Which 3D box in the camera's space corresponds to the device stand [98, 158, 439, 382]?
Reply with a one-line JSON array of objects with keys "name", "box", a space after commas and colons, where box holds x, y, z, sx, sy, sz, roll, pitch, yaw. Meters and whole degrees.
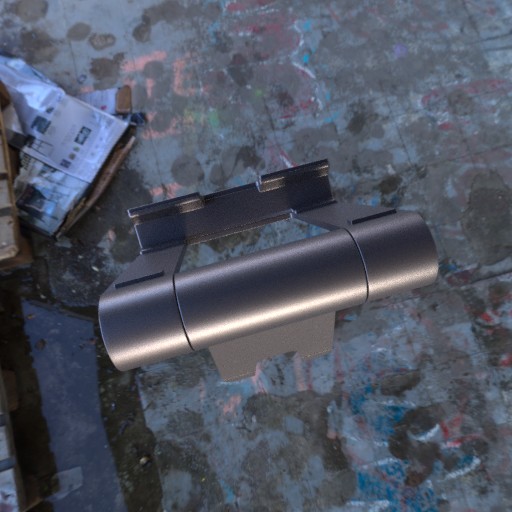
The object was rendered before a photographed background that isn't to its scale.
[{"name": "device stand", "box": [0.000, 0.000, 0.155, 0.088, 0.084, 0.079, -15, 76, -4]}]
